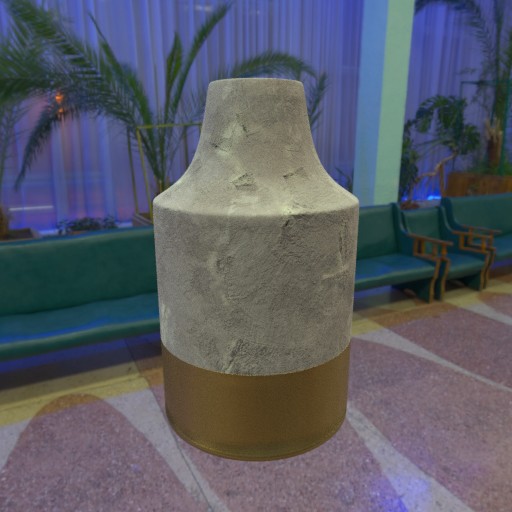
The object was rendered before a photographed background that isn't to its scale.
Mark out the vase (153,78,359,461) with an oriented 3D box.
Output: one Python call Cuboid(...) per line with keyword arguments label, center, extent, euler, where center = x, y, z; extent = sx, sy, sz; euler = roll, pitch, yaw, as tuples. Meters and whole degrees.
Cuboid(label="vase", center=(0.000, 0.000, 0.417), extent=(0.184, 0.305, 0.184), euler=(0, 16, 0))
